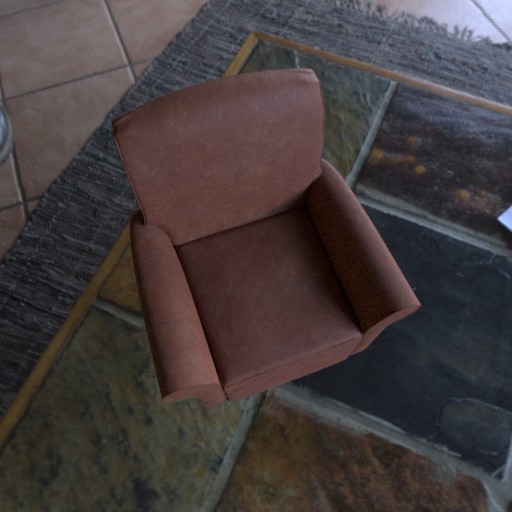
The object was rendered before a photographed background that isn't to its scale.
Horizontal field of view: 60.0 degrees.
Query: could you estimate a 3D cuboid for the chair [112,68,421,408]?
[{"bbox_3d":[0.000,0.000,1.793,0.978,1.061,0.902,-18,65,-9],"label":"chair"}]
